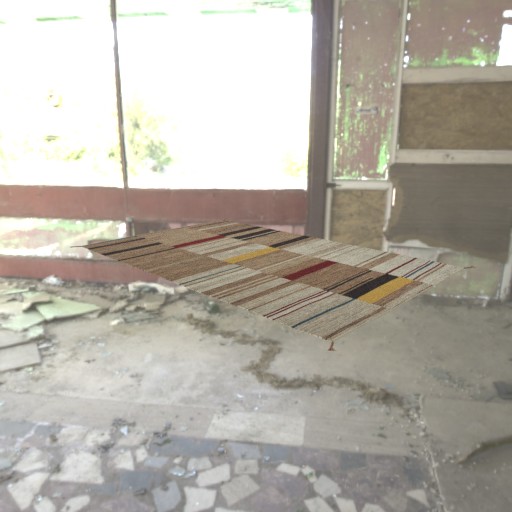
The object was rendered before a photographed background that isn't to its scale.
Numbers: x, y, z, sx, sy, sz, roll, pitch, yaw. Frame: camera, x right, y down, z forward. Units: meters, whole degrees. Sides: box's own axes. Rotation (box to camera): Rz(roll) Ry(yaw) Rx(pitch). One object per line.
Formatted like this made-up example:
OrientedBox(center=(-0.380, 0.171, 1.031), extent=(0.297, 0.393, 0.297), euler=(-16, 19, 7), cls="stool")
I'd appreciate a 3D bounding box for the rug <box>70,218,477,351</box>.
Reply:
OrientedBox(center=(0.000, 0.000, 2.438), extent=(1.918, 0.007, 1.268), euler=(15, 21, 42), cls="rug")
